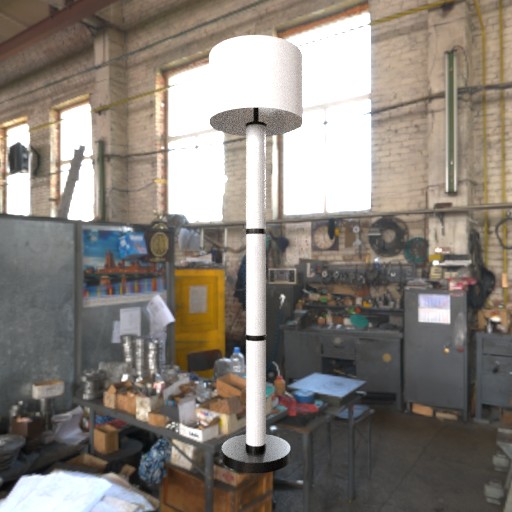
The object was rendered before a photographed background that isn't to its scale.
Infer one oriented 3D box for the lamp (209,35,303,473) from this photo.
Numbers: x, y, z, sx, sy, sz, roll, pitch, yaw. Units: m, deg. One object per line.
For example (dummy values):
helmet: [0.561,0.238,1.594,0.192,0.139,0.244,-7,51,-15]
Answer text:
lamp: [0.000,0.000,1.775,0.377,1.599,0.377,0,-1,1]
